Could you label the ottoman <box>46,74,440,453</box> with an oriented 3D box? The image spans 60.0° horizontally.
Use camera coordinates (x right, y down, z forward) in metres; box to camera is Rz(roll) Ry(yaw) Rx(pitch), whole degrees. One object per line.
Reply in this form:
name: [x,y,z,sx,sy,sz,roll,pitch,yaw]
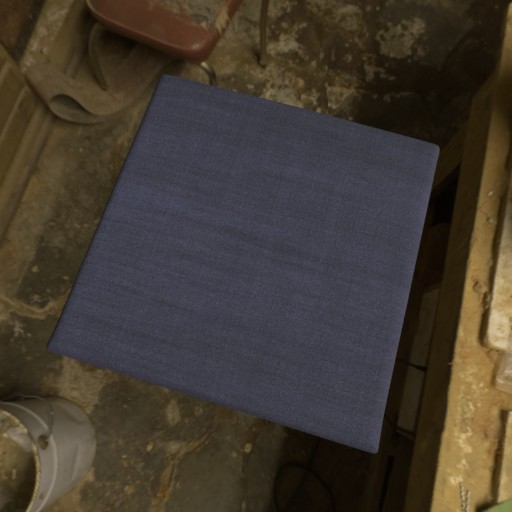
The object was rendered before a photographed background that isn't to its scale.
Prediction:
ottoman: [0.000,0.000,1.382,0.890,0.411,0.889,16,75,4]
